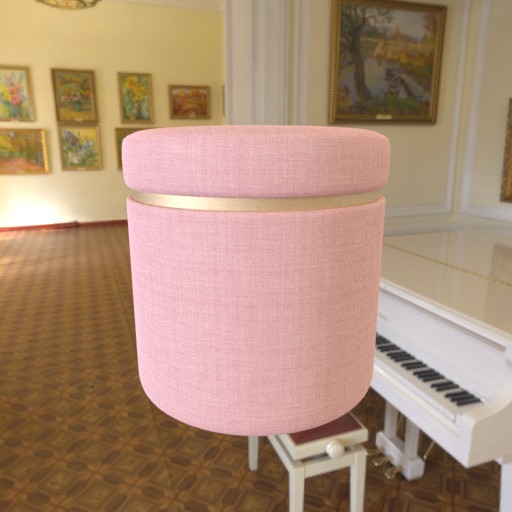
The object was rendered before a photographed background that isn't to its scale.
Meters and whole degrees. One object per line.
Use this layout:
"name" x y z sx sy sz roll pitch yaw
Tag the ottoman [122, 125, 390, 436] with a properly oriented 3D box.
"ottoman" 0.000 0.000 0.728 0.400 0.406 0.400 0 14 0
